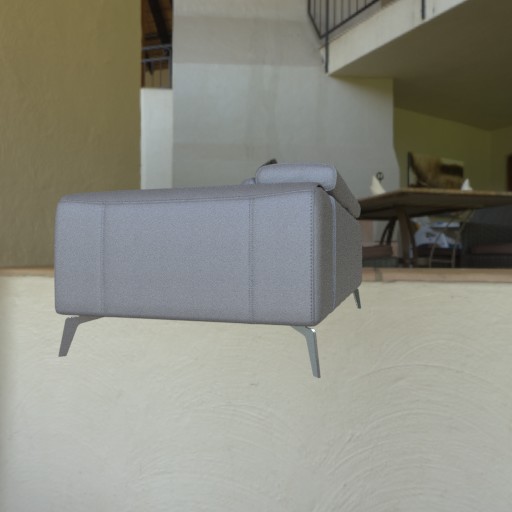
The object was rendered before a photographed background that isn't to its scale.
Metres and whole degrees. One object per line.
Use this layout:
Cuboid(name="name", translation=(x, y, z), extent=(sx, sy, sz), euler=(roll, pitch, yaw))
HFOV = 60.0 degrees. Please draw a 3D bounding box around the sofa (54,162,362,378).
Cuboid(name="sofa", translation=(0.000, 0.000, 2.415), extent=(1.024, 0.753, 1.930), euler=(0, 0, 17))
